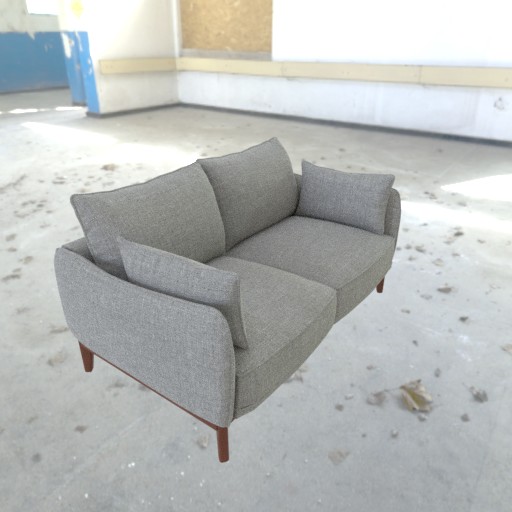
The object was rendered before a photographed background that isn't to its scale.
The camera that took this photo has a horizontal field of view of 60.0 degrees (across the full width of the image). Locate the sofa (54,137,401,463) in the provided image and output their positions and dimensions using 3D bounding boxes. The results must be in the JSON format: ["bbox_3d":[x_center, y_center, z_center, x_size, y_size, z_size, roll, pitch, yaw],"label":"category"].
[{"bbox_3d":[0.000,0.000,2.166,0.972,0.851,1.580,18,32,32],"label":"sofa"}]
